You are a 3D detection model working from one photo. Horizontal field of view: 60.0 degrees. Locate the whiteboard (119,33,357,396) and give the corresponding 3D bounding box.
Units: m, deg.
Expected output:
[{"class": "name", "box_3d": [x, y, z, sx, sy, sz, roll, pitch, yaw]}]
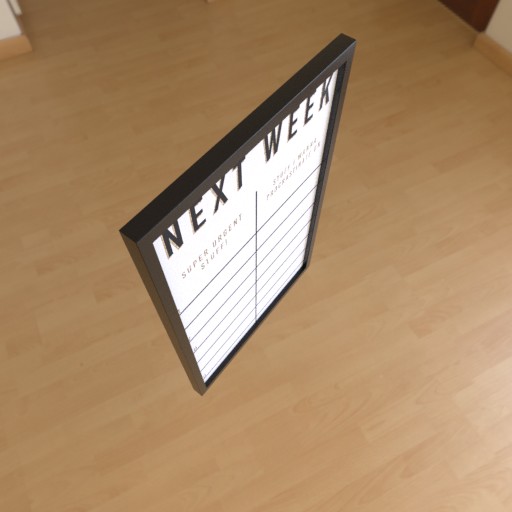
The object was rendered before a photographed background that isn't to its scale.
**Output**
[{"class": "whiteboard", "box_3d": [0.000, 0.000, 0.772, 0.026, 0.611, 0.406, 34, 65, 18]}]
